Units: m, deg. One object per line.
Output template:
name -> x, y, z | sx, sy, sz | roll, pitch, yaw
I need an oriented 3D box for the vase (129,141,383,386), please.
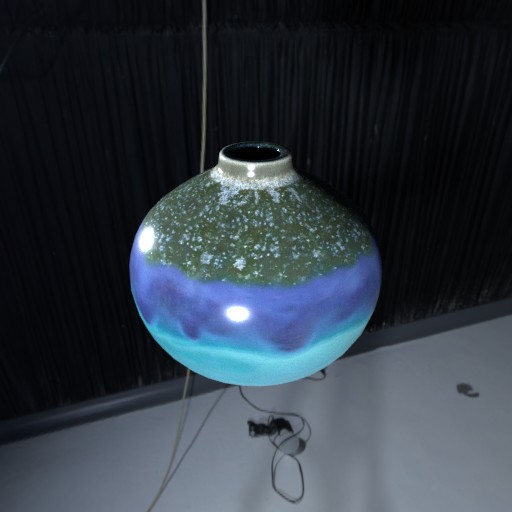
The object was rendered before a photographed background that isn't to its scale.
vase -> 0.000, 0.000, 0.276 | 0.154, 0.133, 0.154 | 0, 31, 0
